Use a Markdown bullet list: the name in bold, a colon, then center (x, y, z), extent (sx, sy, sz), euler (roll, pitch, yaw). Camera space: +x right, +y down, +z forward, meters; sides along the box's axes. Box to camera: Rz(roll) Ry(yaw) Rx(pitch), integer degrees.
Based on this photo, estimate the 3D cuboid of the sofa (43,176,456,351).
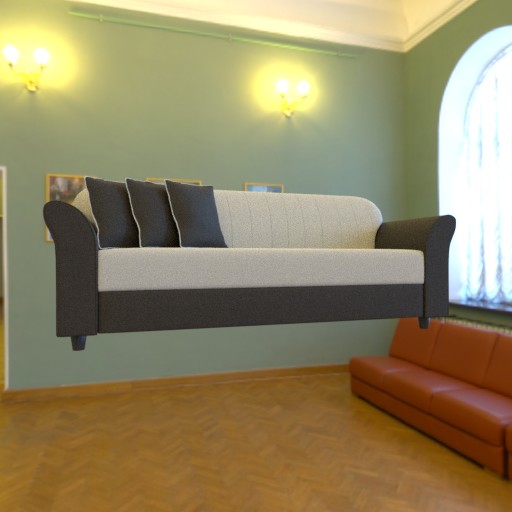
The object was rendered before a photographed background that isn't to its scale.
- **sofa**: center (0.000, 0.000, 2.399), extent (2.001, 0.787, 0.755), euler (0, 0, -18)
